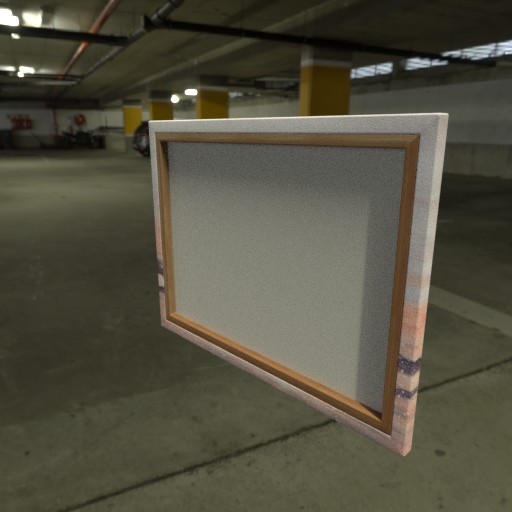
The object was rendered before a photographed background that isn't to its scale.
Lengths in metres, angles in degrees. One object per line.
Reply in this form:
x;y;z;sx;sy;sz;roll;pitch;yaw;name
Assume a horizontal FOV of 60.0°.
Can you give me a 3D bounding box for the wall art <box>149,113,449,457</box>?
0.000;0.000;1.284;0.038;0.763;1.015;-15;22;-42;wall art
